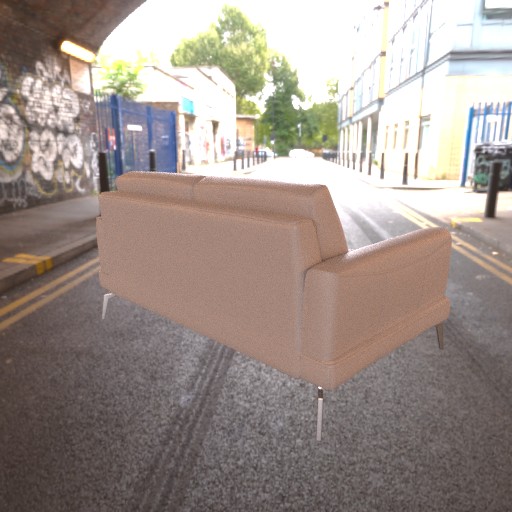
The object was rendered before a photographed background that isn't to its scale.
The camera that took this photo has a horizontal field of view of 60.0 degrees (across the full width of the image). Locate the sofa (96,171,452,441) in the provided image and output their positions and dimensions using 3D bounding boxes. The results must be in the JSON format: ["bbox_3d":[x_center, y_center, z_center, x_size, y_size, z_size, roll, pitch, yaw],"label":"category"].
[{"bbox_3d":[0.000,0.000,2.500,1.819,0.930,1.121,13,19,43],"label":"sofa"}]
